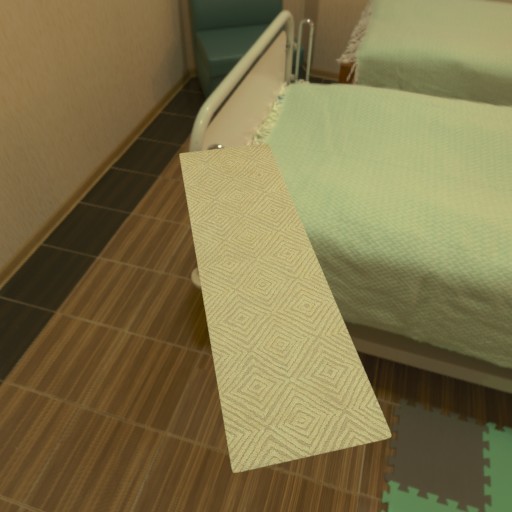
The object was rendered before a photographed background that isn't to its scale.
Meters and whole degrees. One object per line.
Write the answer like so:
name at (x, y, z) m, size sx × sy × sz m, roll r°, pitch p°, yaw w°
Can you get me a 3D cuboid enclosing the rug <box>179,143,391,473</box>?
rug at (0.000, 0.000, 2.561) m, size 0.676 × 0.008 × 2.277 m, roll -9°, pitch 47°, yaw -8°
